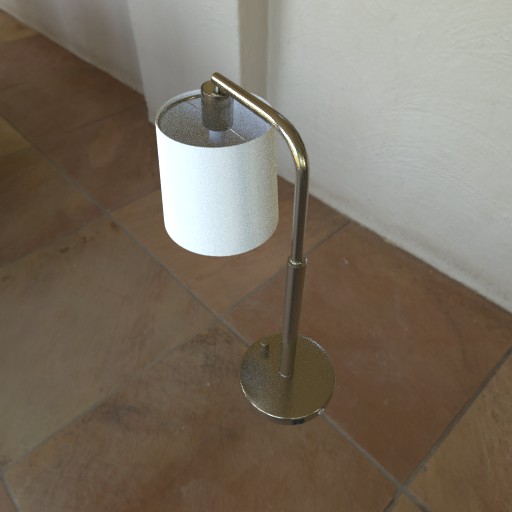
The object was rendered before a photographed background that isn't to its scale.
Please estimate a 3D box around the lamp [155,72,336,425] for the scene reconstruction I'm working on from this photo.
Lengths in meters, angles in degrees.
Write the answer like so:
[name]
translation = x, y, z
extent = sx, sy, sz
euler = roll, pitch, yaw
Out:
[lamp]
translation = 0.000, 0.000, 0.644
extent = 0.171, 0.489, 0.333
euler = -31, 53, -27
